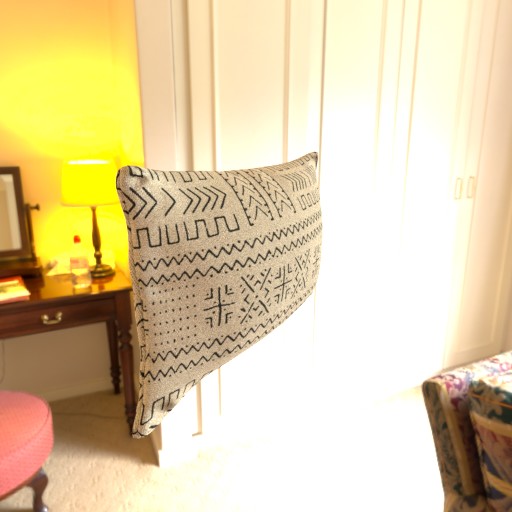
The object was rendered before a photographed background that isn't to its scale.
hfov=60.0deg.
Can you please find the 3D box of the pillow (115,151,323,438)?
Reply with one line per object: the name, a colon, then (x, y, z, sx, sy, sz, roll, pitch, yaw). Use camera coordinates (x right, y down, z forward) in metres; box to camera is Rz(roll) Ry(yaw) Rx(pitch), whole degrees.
pillow: (0.000, 0.000, 0.797, 0.188, 0.352, 0.637, 8, 17, 26)
